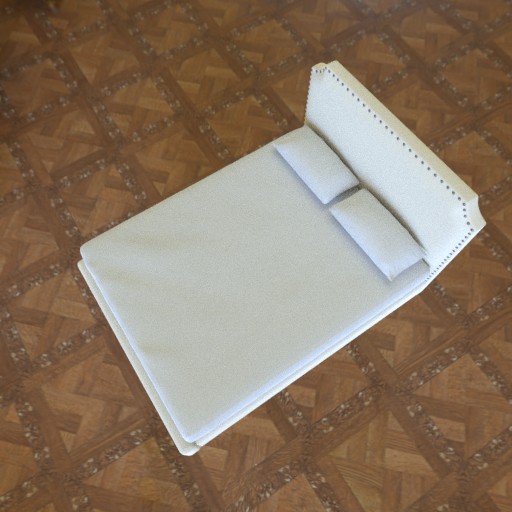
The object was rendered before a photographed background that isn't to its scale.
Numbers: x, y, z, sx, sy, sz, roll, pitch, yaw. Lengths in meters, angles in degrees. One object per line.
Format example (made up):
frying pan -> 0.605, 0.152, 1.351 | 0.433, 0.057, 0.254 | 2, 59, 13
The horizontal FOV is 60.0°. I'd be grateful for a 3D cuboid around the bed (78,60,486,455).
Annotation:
bed -> 0.000, 0.000, 3.297 | 2.329, 1.415, 1.703 | -31, 69, -14
